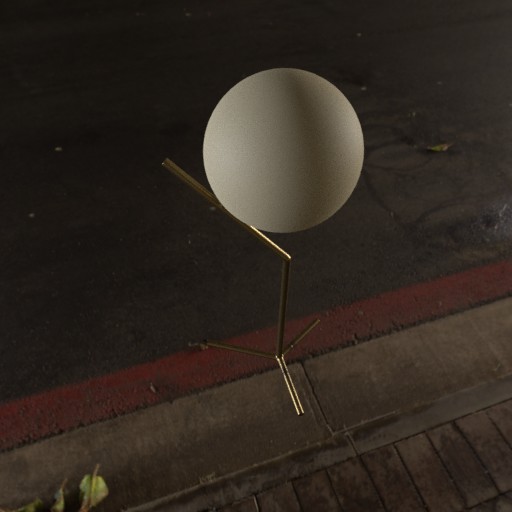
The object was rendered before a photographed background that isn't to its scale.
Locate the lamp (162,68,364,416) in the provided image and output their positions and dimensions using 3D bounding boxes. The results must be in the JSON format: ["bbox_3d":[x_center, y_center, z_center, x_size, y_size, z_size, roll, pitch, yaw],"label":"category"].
[{"bbox_3d":[0.000,0.000,0.661,0.251,0.552,0.210,10,47,9],"label":"lamp"}]
